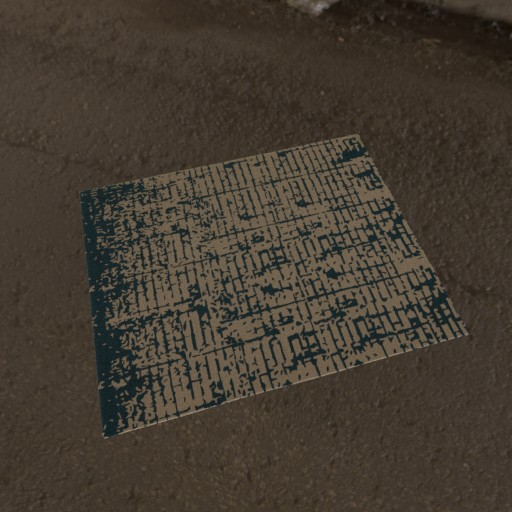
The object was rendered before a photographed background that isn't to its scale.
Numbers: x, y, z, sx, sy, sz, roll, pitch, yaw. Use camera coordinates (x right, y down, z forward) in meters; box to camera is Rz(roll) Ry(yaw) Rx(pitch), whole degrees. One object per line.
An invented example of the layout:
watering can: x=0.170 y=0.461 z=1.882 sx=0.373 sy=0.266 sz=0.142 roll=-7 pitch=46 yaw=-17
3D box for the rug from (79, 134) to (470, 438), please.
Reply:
rug: x=0.000 y=0.000 z=4.074 sx=3.017 sy=0.014 sz=2.416 roll=-14 pitch=60 yaw=-8
